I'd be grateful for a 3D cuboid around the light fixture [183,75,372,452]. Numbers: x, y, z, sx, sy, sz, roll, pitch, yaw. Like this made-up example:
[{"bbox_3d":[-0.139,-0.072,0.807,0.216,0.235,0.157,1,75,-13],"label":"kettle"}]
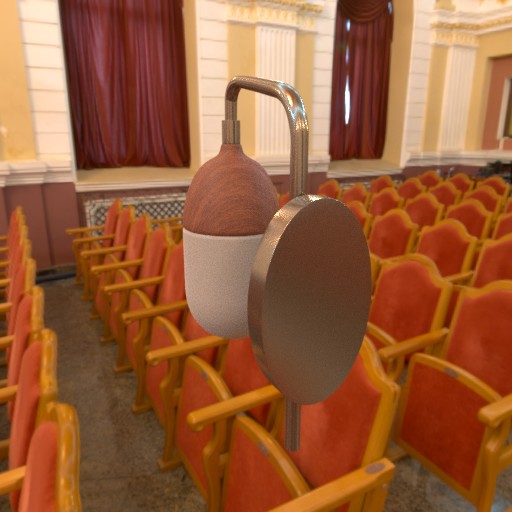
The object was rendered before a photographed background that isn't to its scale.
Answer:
[{"bbox_3d":[0.000,0.000,0.441,0.108,0.343,0.216,-8,17,-27],"label":"light fixture"}]
